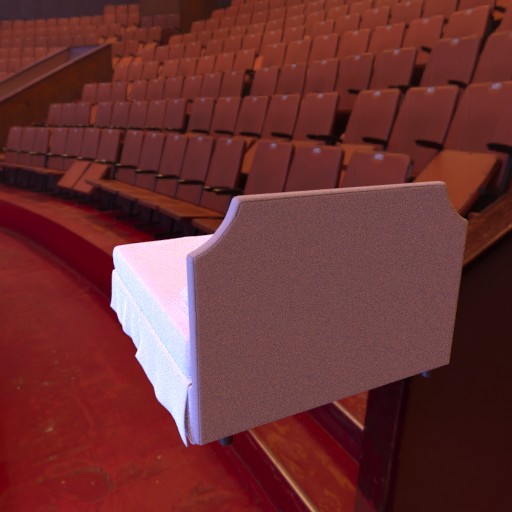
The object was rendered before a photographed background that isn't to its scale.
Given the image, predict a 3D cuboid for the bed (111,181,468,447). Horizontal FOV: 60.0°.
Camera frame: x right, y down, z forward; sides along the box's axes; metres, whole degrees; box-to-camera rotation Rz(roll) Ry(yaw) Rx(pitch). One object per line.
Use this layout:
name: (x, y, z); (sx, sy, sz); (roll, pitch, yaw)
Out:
bed: (0.000, 0.000, 4.174); (2.350, 1.590, 2.773); (-8, 18, -26)
